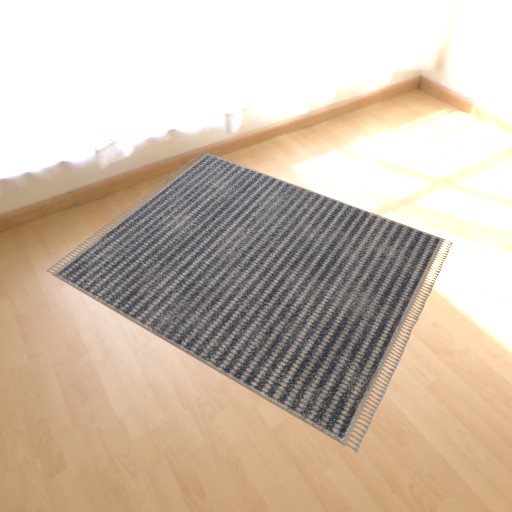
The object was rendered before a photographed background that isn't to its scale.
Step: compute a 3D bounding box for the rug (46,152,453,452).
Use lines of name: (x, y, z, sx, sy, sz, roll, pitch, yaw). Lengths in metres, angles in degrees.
rug: (0.000, 0.000, 3.977, 2.910, 0.013, 2.256, 24, 50, 22)
